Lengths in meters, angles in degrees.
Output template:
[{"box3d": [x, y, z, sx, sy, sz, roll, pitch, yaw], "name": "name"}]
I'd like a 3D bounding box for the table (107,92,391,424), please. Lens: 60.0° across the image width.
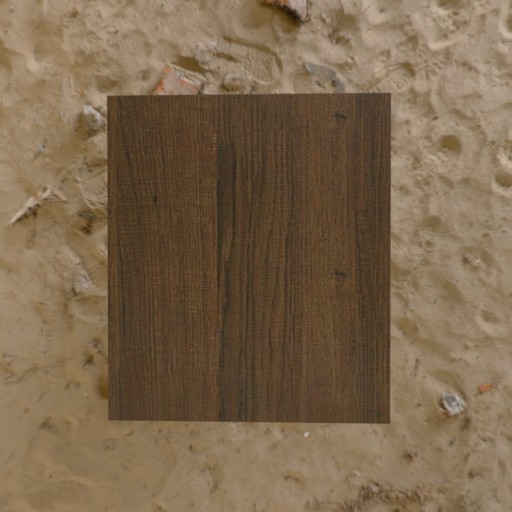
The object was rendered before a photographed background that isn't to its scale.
[{"box3d": [0.000, 0.000, 1.134, 0.457, 0.866, 0.526, 0, 91, 2], "name": "table"}]
